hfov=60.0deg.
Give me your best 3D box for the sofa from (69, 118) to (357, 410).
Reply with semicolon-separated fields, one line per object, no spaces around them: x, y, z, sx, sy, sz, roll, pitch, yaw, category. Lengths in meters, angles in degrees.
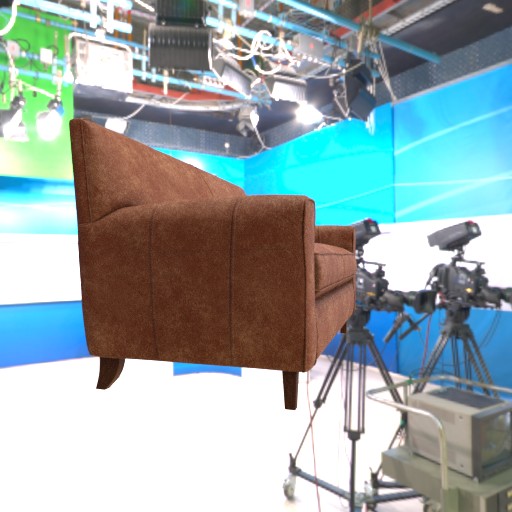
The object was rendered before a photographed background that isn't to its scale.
0.000;0.000;1.980;0.787;0.871;1.473;0;0;18;sofa
